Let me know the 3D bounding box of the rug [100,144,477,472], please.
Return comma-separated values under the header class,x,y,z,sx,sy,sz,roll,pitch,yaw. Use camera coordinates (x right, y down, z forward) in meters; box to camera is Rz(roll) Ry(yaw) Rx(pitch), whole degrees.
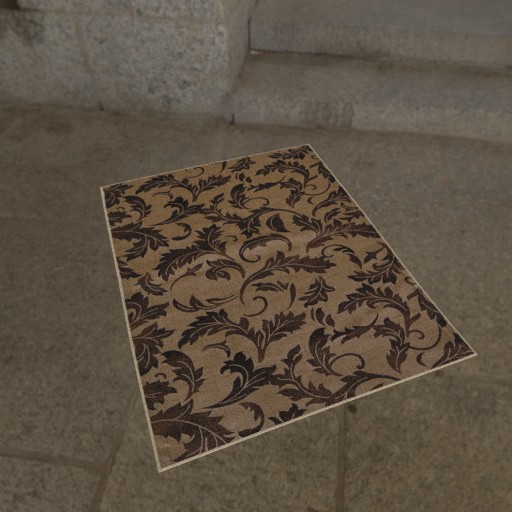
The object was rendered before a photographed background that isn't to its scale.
class,x,y,z,sx,sy,sz,roll,pitch,yaw
rug,0.000,0.000,3.925,2.380,0.008,2.977,-15,49,-14
